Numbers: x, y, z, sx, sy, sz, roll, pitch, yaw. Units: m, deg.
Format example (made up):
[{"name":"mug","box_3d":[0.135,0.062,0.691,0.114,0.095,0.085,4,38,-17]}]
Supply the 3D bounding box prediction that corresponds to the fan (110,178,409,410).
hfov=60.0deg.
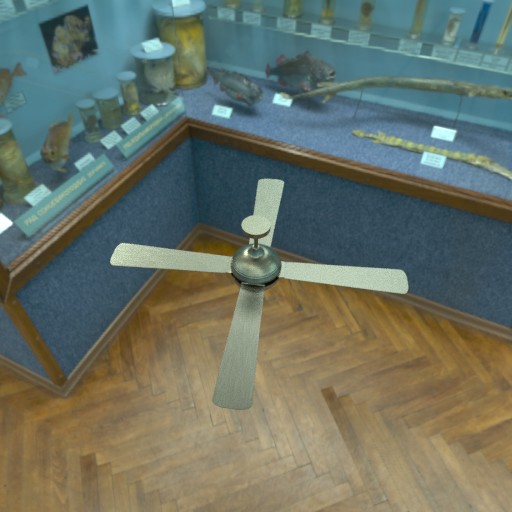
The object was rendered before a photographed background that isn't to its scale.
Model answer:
[{"name":"fan","box_3d":[0.000,0.000,2.009,1.321,0.381,1.321,21,50,19]}]
